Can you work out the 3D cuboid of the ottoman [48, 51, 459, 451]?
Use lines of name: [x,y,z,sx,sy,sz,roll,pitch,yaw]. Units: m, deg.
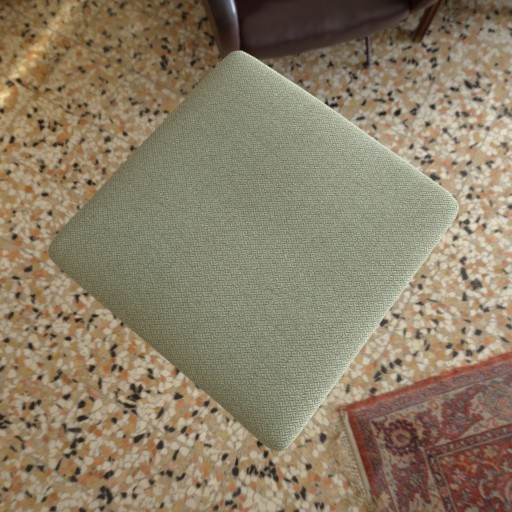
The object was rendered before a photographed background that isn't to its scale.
ottoman: [0.000,0.000,0.920,0.512,0.453,0.521,38,79,9]
